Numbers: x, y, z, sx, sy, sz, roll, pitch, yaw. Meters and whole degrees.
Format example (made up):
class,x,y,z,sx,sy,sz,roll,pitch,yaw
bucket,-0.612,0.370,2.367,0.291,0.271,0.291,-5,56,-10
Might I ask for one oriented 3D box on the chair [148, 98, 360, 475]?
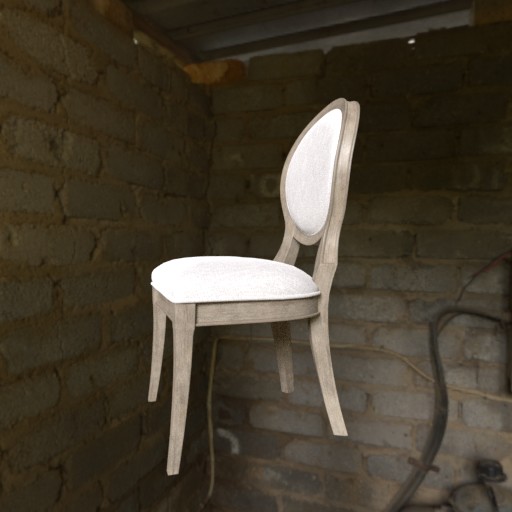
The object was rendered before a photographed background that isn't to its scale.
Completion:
class,x,y,z,sx,sy,sz,roll,pitch,yaw
chair,0.000,0.000,1.351,0.602,0.990,0.558,0,1,-18
